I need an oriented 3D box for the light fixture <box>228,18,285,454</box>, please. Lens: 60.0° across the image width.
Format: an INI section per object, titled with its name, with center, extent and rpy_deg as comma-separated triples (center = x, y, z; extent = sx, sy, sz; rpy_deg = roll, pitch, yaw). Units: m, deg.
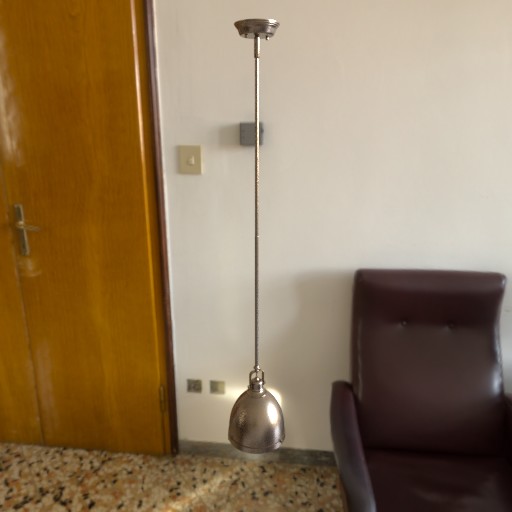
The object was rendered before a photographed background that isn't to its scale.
[light fixture]
center = 0.000, 0.000, 1.445
extent = 0.217, 1.367, 0.211
rpy_deg = -9, 18, -28
